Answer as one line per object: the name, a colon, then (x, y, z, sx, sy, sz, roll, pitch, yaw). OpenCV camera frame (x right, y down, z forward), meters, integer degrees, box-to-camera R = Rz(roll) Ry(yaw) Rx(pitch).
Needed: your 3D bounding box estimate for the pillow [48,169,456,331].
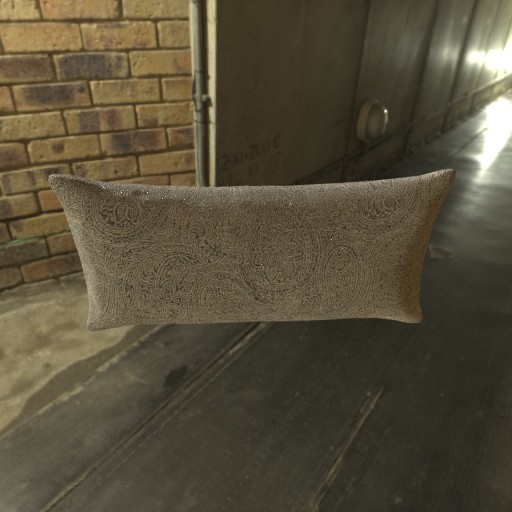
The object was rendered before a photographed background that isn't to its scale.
pillow: (0.000, 0.000, 0.741, 0.615, 0.295, 0.151, -1, 30, -2)
